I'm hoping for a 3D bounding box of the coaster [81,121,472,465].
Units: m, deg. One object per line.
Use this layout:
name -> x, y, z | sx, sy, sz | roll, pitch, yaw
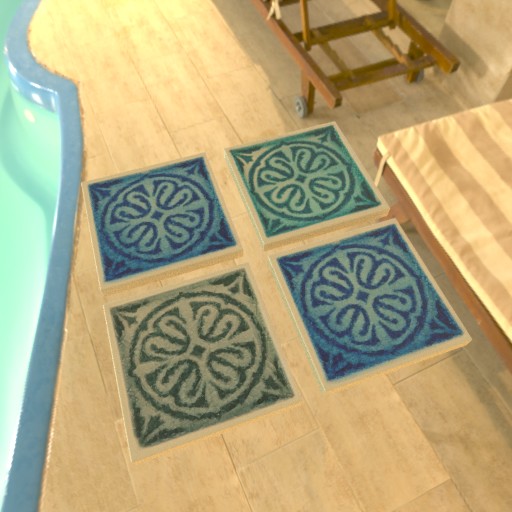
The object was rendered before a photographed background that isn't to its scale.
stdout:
coaster -> 0.000, 0.000, 0.320 | 0.219, 0.010, 0.214 | -16, 60, -10
